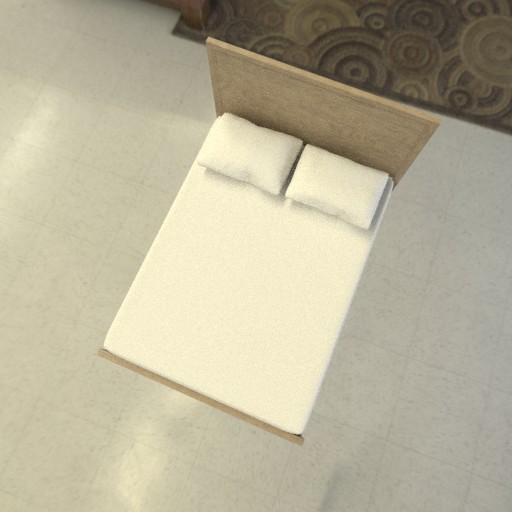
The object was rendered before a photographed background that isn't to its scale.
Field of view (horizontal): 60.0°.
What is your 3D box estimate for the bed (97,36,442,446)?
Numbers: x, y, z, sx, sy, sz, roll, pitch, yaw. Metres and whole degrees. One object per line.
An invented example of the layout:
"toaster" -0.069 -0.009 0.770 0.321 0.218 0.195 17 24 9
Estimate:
"bed" 0.000 0.000 3.241 1.606 1.369 2.189 22 75 6
